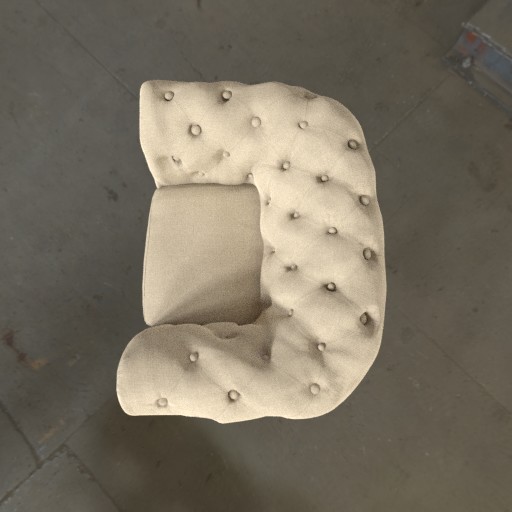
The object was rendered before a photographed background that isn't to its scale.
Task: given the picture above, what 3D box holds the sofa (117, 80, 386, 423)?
[{"bbox_3d":[0.000,0.000,2.074,1.034,0.878,1.405,0,76,0],"label":"sofa"}]
